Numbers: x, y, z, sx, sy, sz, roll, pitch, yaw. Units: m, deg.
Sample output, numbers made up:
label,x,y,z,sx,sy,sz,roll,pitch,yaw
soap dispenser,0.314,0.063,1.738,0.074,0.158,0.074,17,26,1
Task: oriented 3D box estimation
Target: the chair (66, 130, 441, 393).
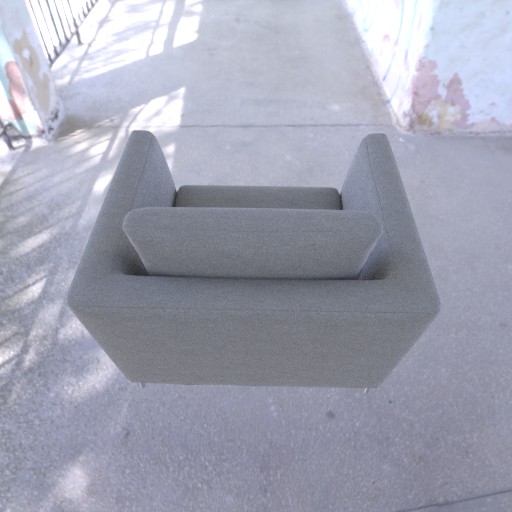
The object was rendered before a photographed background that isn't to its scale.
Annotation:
label,x,y,z,sx,sy,sz,roll,pitch,yaw
chair,0.000,0.000,1.664,1.041,0.864,0.889,1,47,1
